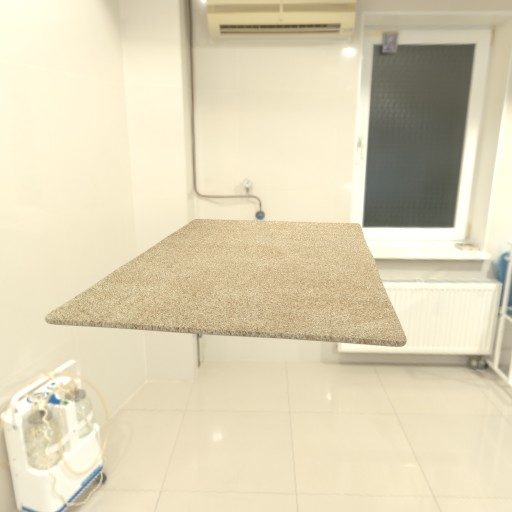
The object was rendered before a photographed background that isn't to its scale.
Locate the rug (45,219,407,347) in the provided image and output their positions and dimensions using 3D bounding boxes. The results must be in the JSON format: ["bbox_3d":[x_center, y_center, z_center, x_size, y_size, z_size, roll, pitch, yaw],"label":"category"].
[{"bbox_3d":[0.000,0.000,2.886,1.500,0.025,2.349,2,15,8],"label":"rug"}]
